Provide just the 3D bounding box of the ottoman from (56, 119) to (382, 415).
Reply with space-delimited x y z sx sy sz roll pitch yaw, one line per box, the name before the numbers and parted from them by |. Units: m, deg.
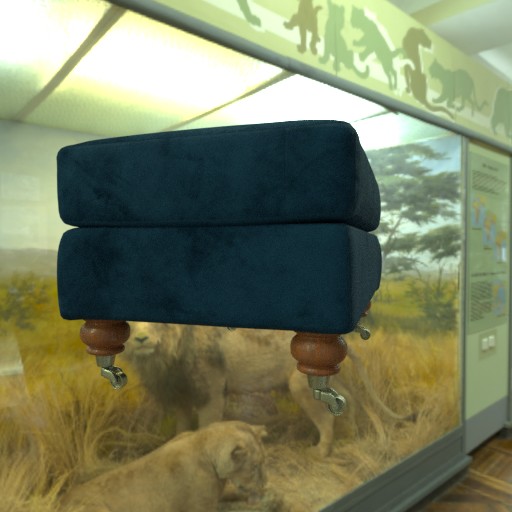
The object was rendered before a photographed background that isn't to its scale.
ottoman | 0.000 0.000 1.094 0.572 0.503 0.773 0 1 18
